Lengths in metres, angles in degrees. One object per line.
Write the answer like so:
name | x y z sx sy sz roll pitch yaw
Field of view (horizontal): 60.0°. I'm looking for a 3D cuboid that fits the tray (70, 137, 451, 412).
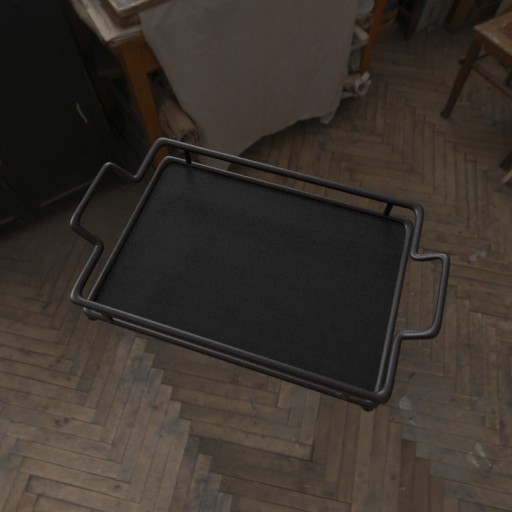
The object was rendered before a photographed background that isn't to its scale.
tray | 0.000 0.000 0.623 0.495 0.101 0.297 16 64 8
